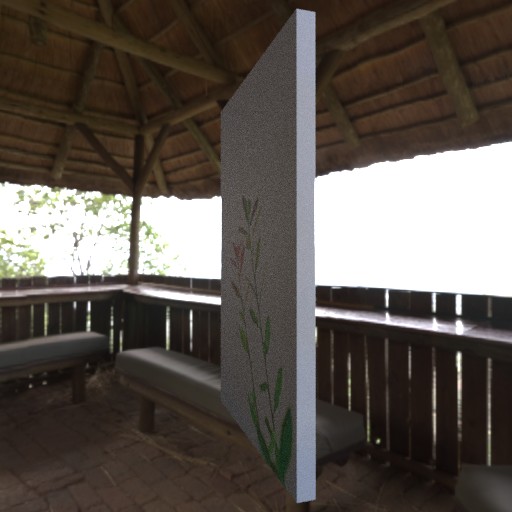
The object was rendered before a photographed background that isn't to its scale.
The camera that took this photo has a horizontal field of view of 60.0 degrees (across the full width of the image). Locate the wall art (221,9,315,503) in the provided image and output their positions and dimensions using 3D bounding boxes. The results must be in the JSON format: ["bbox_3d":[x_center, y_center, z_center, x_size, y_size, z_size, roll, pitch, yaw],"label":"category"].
[{"bbox_3d":[0.000,0.000,1.117,0.039,0.915,0.612,0,0,-18],"label":"wall art"}]
